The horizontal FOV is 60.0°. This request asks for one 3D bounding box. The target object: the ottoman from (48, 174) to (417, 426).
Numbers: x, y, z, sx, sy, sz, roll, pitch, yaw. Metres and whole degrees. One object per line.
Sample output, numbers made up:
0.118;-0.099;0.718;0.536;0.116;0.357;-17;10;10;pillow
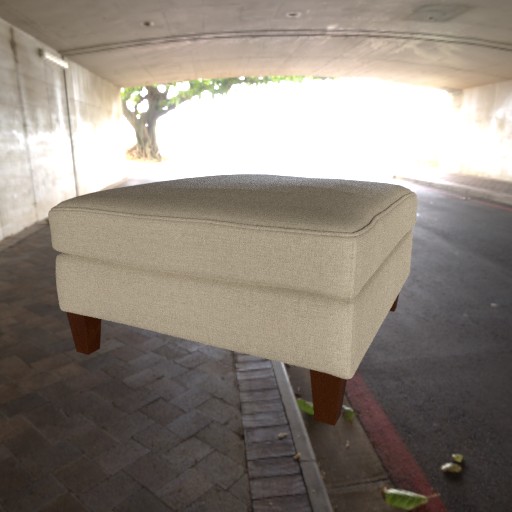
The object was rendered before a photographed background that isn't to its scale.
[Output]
0.000;0.000;1.377;0.838;0.478;0.838;7;17;26;ottoman
